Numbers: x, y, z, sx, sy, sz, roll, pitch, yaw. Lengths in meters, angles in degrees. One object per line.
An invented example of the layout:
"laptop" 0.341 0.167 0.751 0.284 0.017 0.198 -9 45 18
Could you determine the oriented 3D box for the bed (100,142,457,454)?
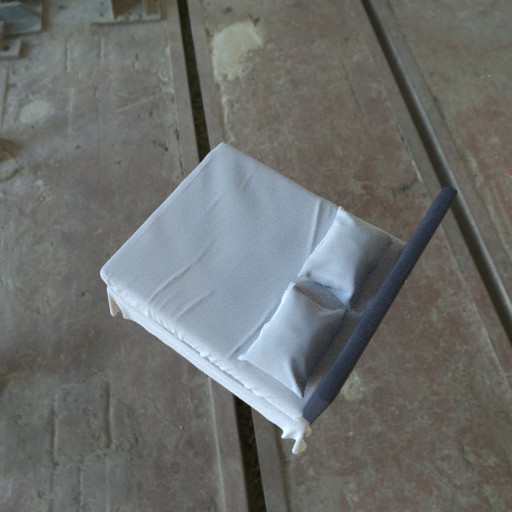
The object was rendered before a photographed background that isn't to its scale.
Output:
"bed" 0.000 0.000 3.508 2.222 1.577 1.936 32 67 15
